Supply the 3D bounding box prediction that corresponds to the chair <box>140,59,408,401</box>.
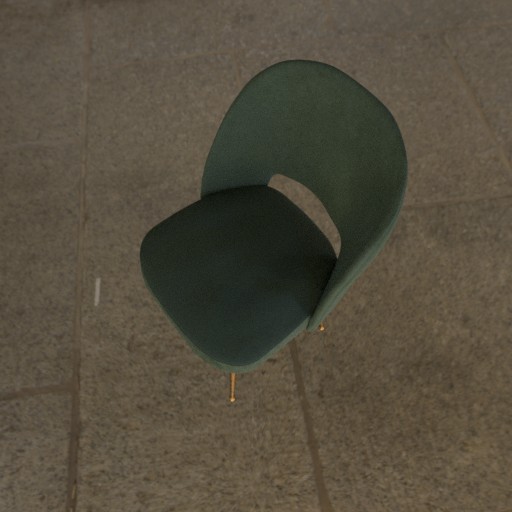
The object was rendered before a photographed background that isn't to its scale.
[{"bbox_3d":[0.000,0.000,1.225,0.577,0.860,0.527,-35,67,-17],"label":"chair"}]
